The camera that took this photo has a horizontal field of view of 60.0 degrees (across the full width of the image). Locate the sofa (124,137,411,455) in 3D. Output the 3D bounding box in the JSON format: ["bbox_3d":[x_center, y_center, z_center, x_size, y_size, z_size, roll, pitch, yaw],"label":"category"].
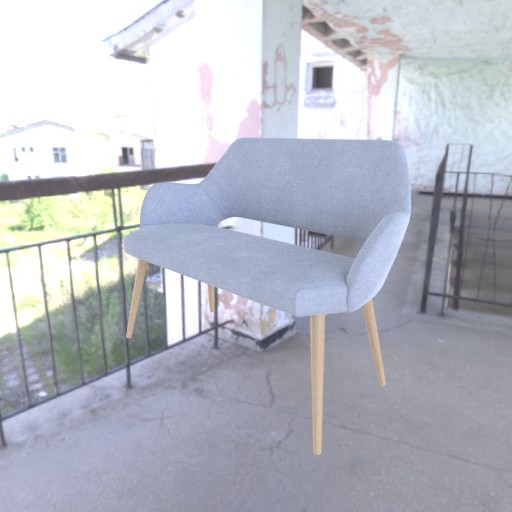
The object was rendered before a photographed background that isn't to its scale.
[{"bbox_3d":[0.000,0.000,1.654,1.150,0.840,0.610,15,22,43],"label":"sofa"}]
